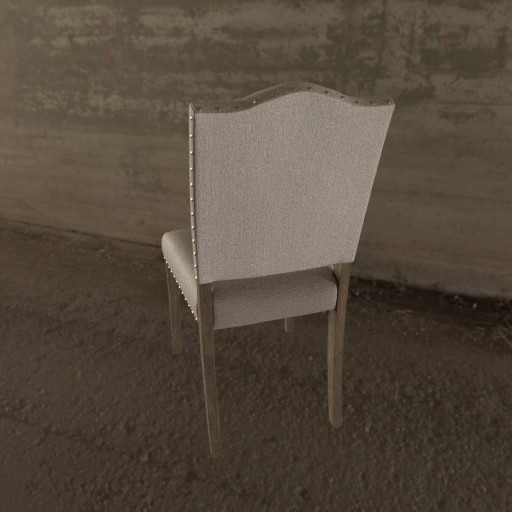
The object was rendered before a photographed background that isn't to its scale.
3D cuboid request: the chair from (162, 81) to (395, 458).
[{"bbox_3d":[0.000,0.000,1.336,0.508,1.020,0.620,-8,27,-15],"label":"chair"}]
